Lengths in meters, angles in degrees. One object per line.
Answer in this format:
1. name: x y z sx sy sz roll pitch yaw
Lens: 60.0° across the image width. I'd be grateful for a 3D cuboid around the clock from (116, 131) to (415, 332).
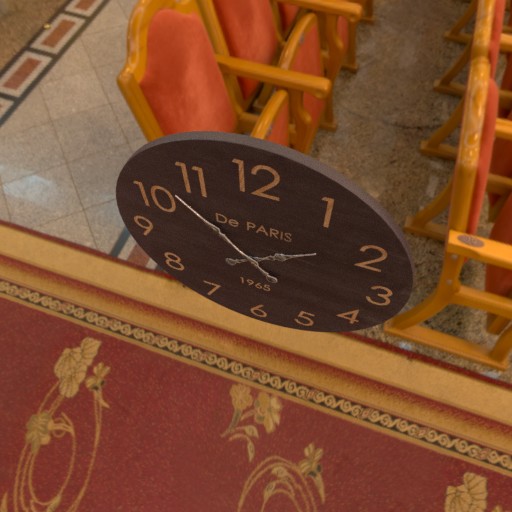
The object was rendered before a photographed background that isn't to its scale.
1. clock: 0.000 0.000 0.878 0.595 0.595 0.029 17 60 10
